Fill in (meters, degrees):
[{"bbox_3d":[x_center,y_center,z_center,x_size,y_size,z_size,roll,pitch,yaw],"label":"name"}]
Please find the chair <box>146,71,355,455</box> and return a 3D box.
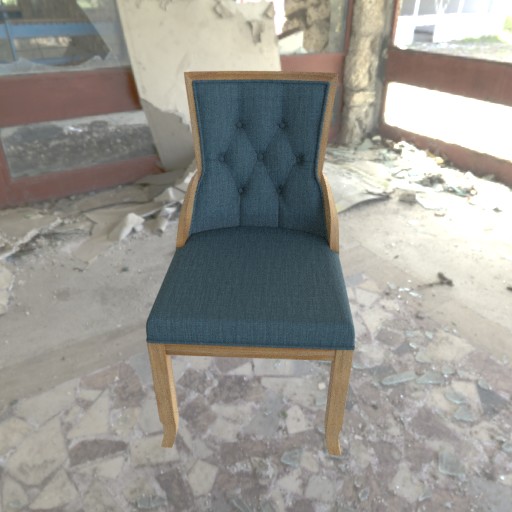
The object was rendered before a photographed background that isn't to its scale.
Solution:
[{"bbox_3d":[0.000,0.000,1.322,0.524,0.947,0.641,2,31,3],"label":"chair"}]
